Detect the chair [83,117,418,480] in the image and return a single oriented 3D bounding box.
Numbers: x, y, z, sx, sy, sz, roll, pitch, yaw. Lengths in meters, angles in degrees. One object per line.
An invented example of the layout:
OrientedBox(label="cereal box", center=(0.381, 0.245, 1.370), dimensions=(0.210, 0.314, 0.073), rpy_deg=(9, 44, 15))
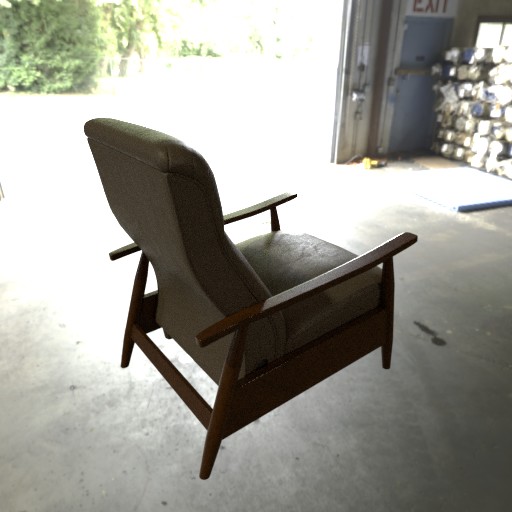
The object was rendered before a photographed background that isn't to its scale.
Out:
OrientedBox(label="chair", center=(0.000, 0.000, 1.753), dimensions=(1.014, 1.082, 0.762), rpy_deg=(-17, 30, -33))
